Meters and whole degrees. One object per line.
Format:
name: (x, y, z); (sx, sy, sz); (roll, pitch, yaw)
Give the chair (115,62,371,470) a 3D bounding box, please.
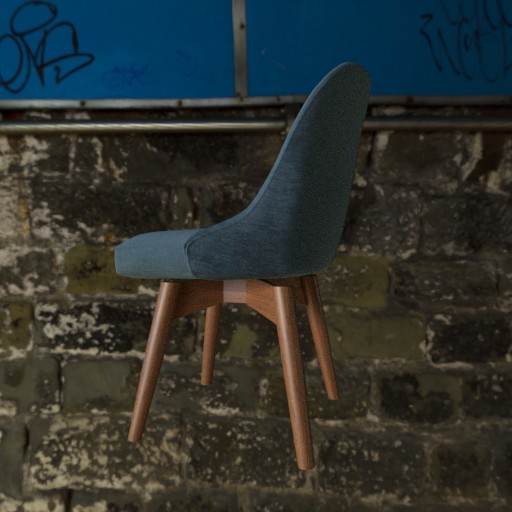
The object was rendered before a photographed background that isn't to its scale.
chair: (0.000, 0.000, 1.191); (0.589, 0.882, 0.503); (1, 3, 18)
